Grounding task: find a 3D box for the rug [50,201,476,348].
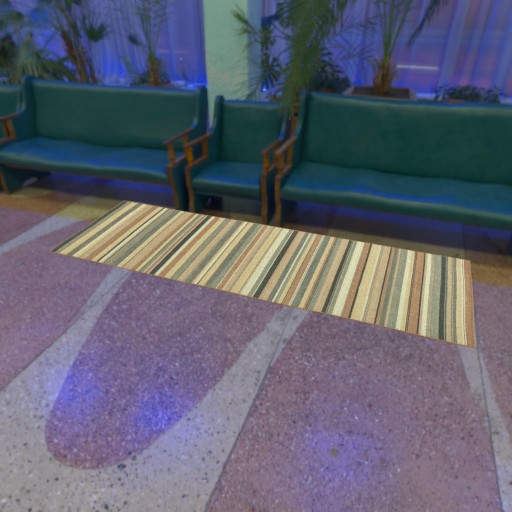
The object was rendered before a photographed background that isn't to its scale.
[{"bbox_3d":[0.000,0.000,2.700,2.444,0.010,0.799,11,34,17],"label":"rug"}]
